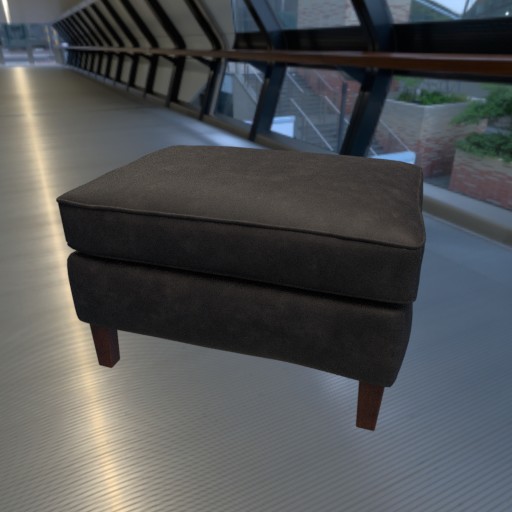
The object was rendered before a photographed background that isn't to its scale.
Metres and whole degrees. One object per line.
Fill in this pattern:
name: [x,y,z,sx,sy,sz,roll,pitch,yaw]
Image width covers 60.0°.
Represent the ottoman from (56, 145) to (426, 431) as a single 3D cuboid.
ottoman: [0.000,0.000,0.983,0.665,0.413,0.501,8,28,16]
